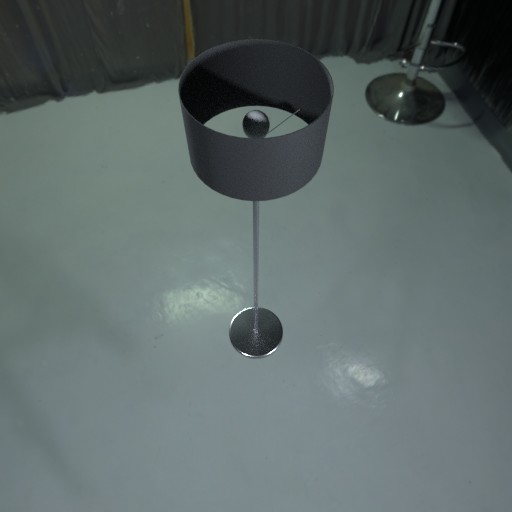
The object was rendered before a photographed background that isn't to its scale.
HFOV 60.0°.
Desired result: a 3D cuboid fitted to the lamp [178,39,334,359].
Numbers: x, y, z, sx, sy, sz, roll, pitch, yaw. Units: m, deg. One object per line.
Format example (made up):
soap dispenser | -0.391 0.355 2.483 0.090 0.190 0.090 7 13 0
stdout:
lamp | 0.000 0.000 1.604 0.348 1.443 0.348 -14 59 -9
